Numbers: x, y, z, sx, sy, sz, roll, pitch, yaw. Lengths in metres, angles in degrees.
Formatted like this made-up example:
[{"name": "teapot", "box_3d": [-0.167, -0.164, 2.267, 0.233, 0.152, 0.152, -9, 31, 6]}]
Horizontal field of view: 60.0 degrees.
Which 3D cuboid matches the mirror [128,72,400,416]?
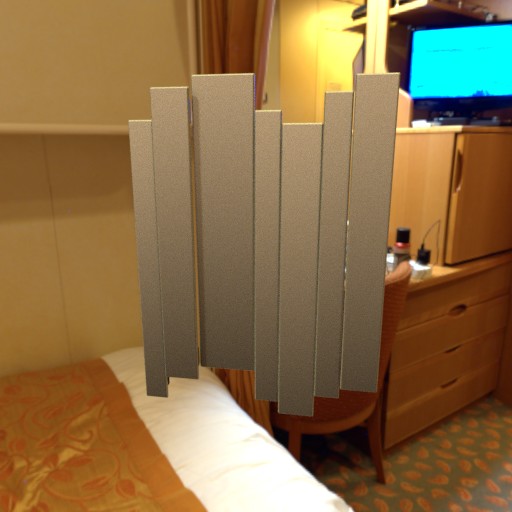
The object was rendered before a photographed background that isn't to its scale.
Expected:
[{"name": "mirror", "box_3d": [0.000, 0.000, 0.793, 0.445, 0.611, 0.058, 2, 14, 9]}]
